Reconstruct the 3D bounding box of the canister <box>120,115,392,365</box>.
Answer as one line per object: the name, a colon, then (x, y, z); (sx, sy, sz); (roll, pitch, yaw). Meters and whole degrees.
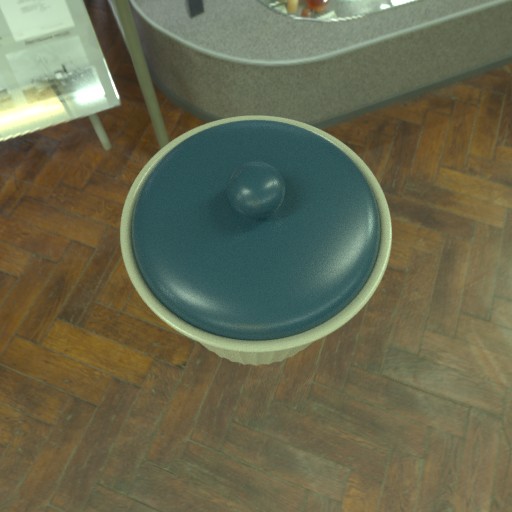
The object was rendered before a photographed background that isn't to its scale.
canister: (0.000, 0.000, 0.350); (0.181, 0.211, 0.181); (0, 64, 0)
